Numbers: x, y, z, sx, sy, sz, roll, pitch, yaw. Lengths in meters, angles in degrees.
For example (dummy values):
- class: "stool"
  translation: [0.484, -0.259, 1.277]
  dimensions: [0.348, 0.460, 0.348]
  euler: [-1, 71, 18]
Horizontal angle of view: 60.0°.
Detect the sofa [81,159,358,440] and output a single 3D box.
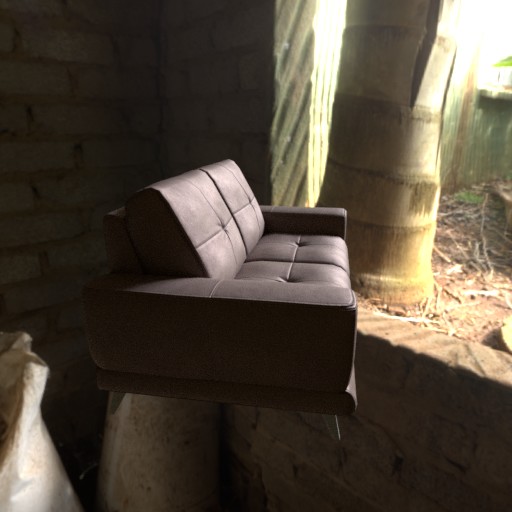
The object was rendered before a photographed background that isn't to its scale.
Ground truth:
- class: "sofa"
  translation: [0.000, 0.000, 2.371]
  dimensions: [1.018, 0.907, 1.806]
  euler: [3, 17, 9]
